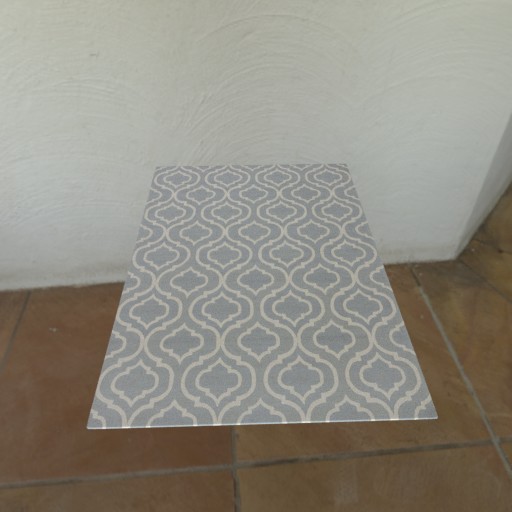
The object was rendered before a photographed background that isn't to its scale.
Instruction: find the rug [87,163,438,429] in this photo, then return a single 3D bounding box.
[{"bbox_3d":[0.000,0.000,2.600,1.451,0.010,2.080,-1,42,-1],"label":"rug"}]
